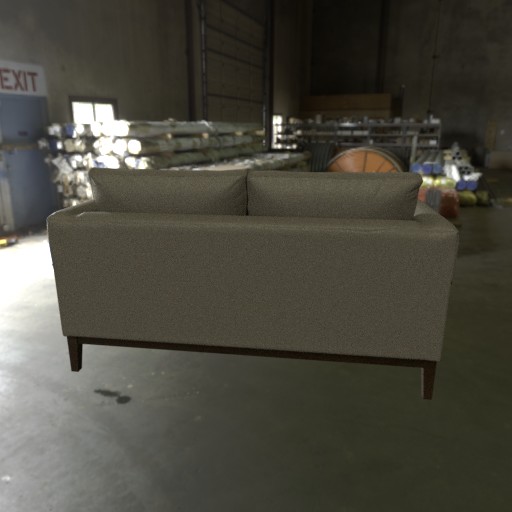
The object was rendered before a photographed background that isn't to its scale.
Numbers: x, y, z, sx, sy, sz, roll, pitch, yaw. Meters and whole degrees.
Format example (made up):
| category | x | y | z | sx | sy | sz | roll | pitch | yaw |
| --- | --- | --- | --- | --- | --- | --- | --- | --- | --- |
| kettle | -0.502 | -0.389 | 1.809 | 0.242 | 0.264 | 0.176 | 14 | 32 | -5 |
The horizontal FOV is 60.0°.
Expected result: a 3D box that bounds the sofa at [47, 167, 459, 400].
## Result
| category | x | y | z | sx | sy | sz | roll | pitch | yaw |
| --- | --- | --- | --- | --- | --- | --- | --- | --- | --- |
| sofa | 0.000 | 0.000 | 2.143 | 1.598 | 0.873 | 0.899 | 2 | 17 | 8 |
